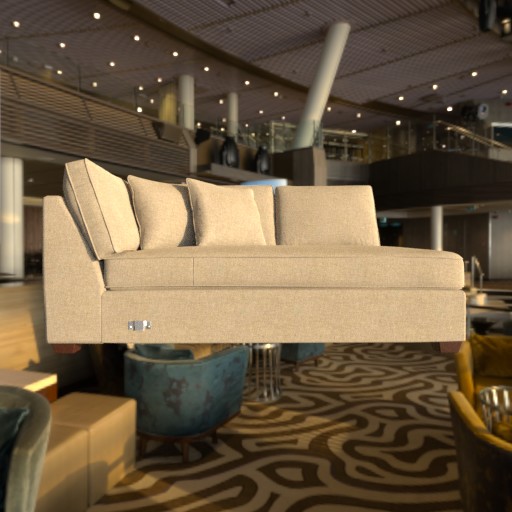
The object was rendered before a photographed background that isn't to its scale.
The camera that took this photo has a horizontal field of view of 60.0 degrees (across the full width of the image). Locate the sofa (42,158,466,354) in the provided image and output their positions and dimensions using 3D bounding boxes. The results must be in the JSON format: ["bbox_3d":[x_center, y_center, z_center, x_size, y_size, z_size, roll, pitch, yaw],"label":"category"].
[{"bbox_3d":[0.000,0.000,2.813,2.238,1.019,1.110,0,1,-1],"label":"sofa"}]
